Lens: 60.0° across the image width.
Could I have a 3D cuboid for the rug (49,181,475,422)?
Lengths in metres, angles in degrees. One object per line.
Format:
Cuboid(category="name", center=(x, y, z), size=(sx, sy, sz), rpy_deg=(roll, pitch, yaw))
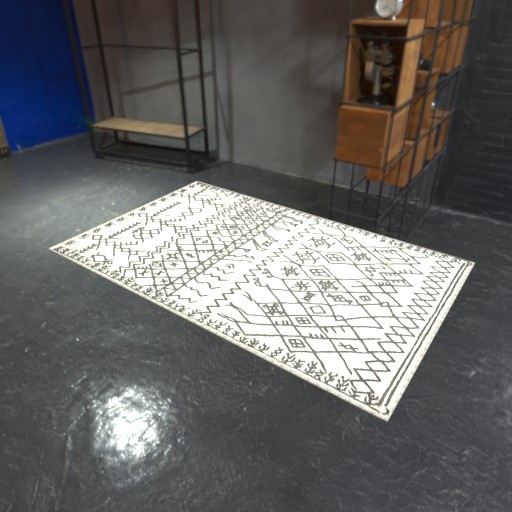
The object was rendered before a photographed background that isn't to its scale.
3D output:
Cuboid(category="rug", center=(0.000, 0.000, 2.990), size=(2.444, 0.012, 1.526), rpy_deg=(21, 37, 30))
